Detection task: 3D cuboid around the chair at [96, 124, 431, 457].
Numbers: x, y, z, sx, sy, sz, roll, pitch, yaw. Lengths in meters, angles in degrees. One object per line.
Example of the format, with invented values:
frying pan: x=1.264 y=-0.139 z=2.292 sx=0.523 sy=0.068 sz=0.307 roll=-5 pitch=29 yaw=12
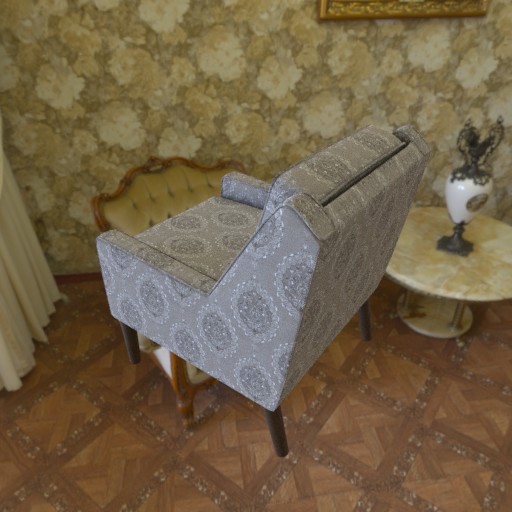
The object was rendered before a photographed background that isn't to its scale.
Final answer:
chair: x=0.000 y=0.000 z=1.375 sx=0.750 sy=0.797 sz=0.665 roll=21 pitch=37 yaw=30
